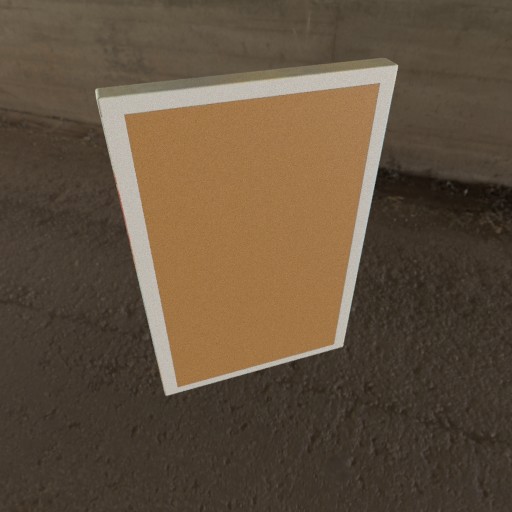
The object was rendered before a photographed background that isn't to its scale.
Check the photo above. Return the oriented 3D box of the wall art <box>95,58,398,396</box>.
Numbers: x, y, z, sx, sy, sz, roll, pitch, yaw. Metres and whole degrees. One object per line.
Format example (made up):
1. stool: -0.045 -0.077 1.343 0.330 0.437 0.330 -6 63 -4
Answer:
1. wall art: 0.000 0.000 0.769 0.401 0.610 0.038 -12 41 -14
